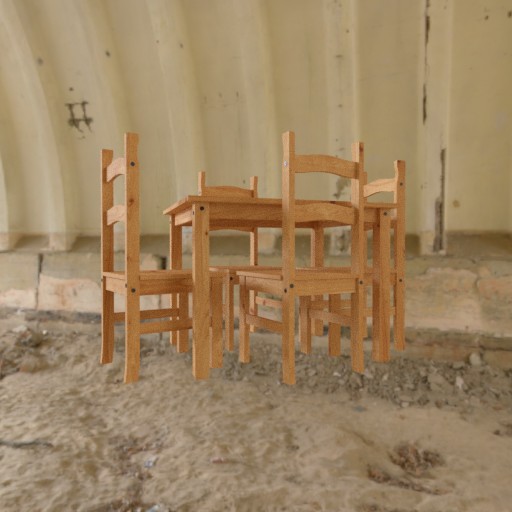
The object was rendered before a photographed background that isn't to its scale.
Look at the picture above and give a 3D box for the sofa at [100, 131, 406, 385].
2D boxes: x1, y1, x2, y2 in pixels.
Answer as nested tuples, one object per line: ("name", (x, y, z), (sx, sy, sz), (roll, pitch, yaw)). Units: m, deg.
("sofa", (0.000, 0.000, 2.295), (1.529, 1.000, 1.144), (0, 1, -19))
